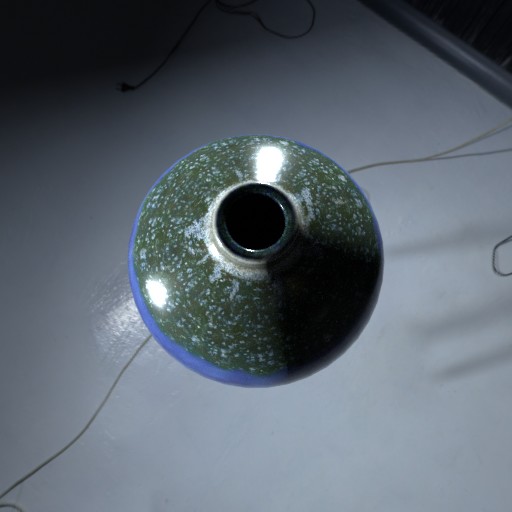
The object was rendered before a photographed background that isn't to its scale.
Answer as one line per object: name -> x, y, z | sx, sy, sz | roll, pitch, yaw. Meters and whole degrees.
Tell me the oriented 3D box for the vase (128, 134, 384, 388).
vase -> 0.000, 0.000, 0.267 | 0.154, 0.133, 0.154 | 0, 76, 0
